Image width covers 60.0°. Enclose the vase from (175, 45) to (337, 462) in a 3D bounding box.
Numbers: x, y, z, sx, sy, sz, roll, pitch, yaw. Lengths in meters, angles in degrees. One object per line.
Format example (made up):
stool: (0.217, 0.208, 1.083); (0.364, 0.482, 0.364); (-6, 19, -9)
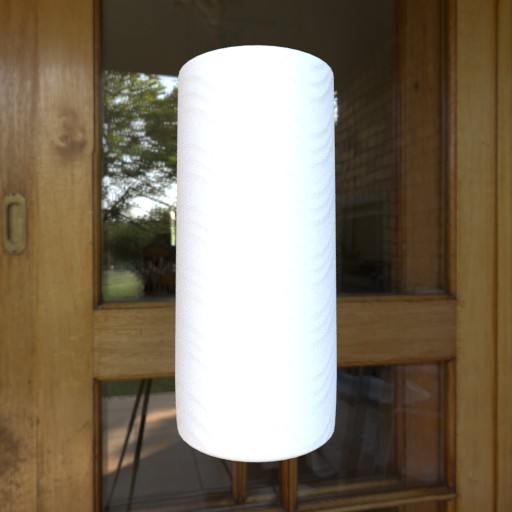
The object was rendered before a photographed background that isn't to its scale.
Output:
vase: (0.000, 0.000, 0.400); (0.143, 0.316, 0.143); (0, 0, 0)
